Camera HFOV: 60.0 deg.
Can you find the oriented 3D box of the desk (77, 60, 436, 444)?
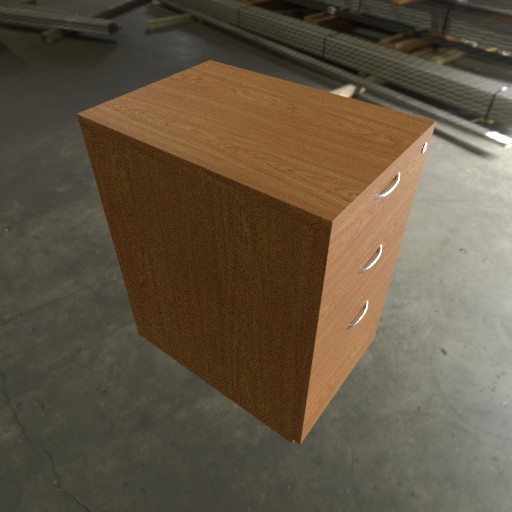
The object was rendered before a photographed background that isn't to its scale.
[{"bbox_3d":[0.000,0.000,1.119,0.600,0.730,0.404,27,48,27],"label":"desk"}]
